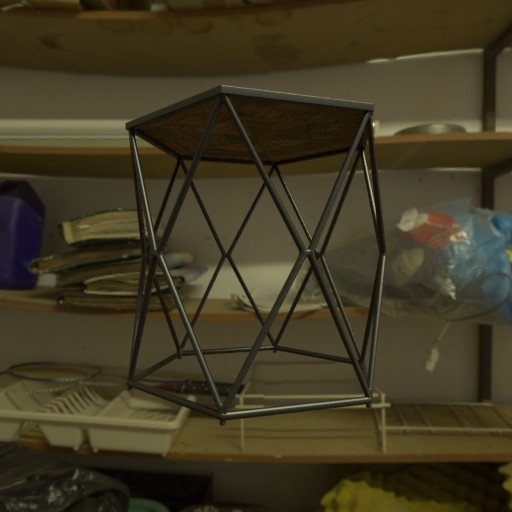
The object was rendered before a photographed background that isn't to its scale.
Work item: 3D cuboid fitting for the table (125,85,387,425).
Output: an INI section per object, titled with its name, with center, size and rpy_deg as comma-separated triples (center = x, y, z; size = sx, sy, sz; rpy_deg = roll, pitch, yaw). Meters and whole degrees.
[table]
center = 0.000, 0.000, 1.022
size = 0.578, 0.564, 0.579
rpy_deg = 0, 0, -18
